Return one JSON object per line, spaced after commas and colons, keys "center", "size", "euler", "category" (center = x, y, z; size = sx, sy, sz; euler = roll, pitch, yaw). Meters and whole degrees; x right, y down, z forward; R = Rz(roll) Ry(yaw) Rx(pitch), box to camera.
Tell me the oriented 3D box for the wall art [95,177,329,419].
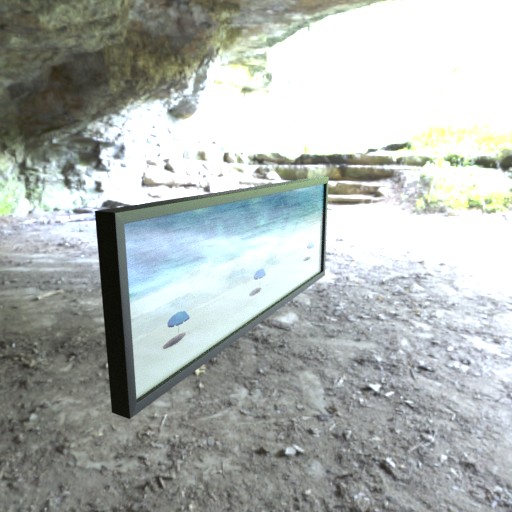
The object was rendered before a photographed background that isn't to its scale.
{"center": [0.000, 0.000, 0.990], "size": [0.037, 0.303, 0.860], "euler": [7, 15, 27], "category": "wall art"}
